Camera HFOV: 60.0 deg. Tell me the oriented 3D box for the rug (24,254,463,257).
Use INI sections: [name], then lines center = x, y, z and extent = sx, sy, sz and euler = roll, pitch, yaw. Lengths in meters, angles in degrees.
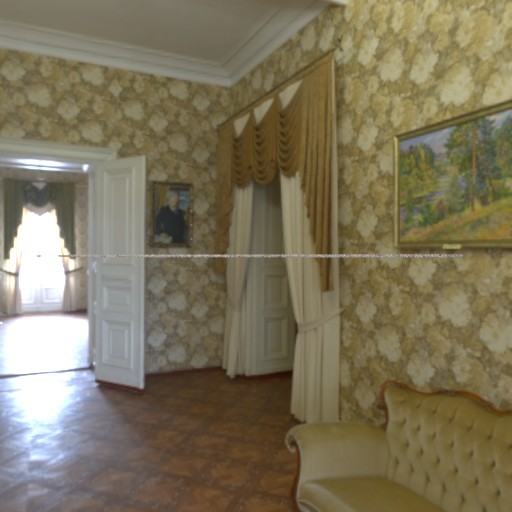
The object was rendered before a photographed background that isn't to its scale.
[rug]
center = 0.000, 0.000, 2.897
extent = 2.283, 0.013, 1.547
euler = 0, 0, 18
